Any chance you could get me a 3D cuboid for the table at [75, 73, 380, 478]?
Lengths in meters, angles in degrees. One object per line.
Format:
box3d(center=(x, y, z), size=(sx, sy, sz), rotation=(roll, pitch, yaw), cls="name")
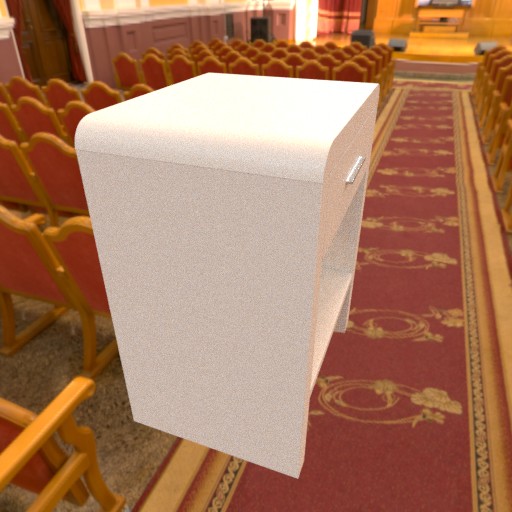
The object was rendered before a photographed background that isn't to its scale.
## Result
box3d(center=(0.000, 0.000, 0.856), size=(0.350, 0.590, 0.450), rotation=(11, 33, 18), cls="table")
